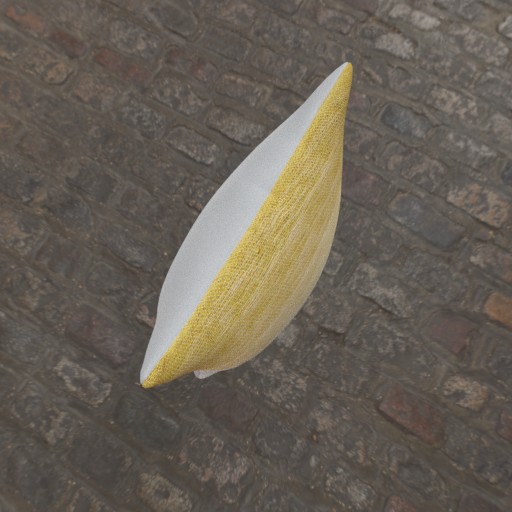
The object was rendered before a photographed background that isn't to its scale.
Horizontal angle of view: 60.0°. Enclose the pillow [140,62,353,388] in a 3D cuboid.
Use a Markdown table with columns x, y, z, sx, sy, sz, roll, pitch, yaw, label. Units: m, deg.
| x | y | z | sx | sy | sz | roll | pitch | yaw | label |
| --- | --- | --- | --- | --- | --- | --- | --- | --- | --- |
| 0.000 | 0.000 | 0.711 | 0.211 | 0.450 | 0.450 | 30 | 78 | 7 | pillow |
